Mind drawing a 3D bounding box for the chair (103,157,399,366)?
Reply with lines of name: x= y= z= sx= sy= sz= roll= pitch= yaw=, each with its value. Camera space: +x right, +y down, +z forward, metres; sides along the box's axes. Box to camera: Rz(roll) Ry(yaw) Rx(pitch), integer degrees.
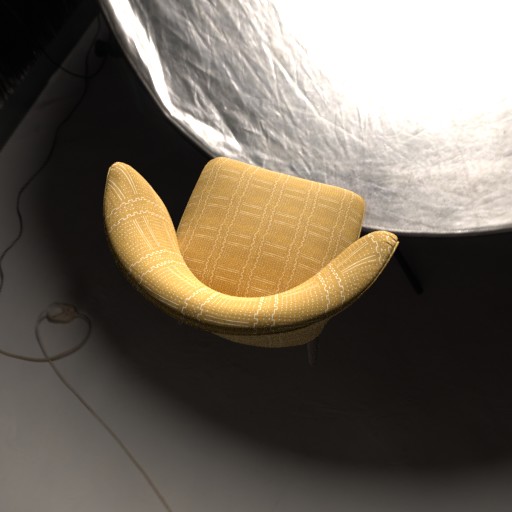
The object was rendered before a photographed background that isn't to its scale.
chair: x=0.000 y=0.000 z=1.415 sx=0.706 sy=0.866 sz=0.758 roll=16 pitch=65 yaw=7
